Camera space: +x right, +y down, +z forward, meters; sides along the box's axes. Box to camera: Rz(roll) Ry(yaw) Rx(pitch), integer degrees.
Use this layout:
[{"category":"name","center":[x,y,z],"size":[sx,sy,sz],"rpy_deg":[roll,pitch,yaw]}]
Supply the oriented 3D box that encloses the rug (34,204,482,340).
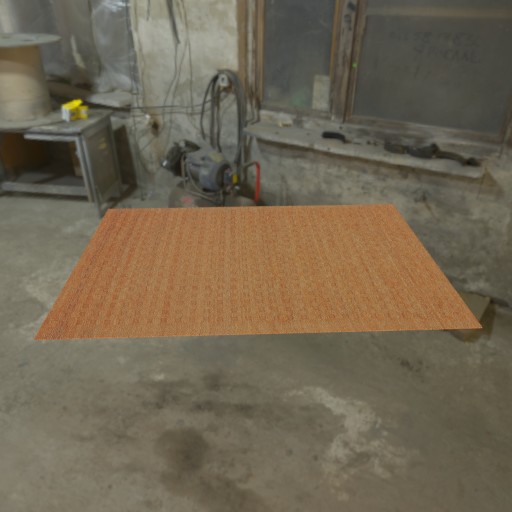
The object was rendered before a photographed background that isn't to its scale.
[{"category":"rug","center":[0.000,0.000,2.908],"size":[2.285,0.006,1.524],"rpy_deg":[-1,31,-2]}]
